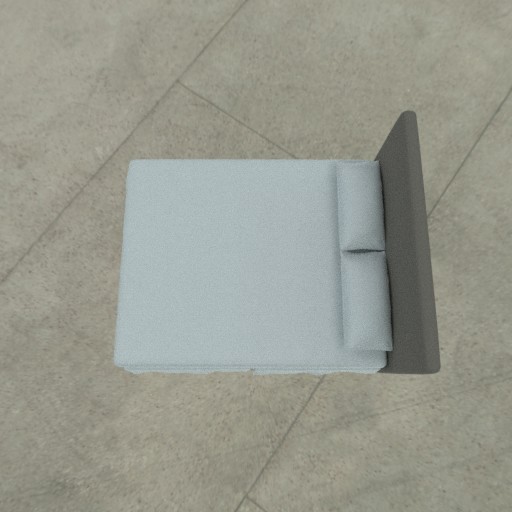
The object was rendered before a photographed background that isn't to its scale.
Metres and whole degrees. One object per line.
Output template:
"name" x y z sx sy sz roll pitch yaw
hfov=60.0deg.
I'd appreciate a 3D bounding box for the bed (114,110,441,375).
"bed" 0.000 0.000 3.338 2.142 1.330 1.748 0 76 0
